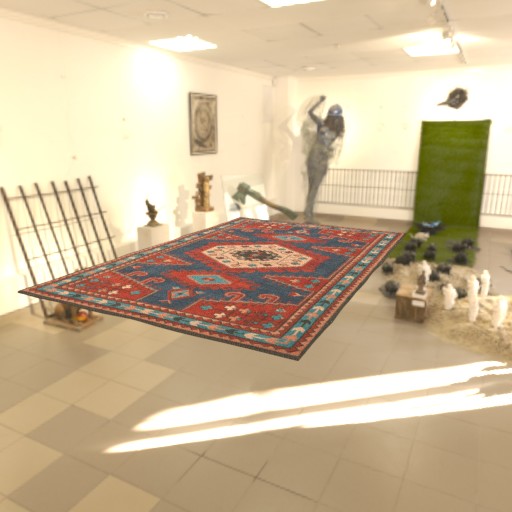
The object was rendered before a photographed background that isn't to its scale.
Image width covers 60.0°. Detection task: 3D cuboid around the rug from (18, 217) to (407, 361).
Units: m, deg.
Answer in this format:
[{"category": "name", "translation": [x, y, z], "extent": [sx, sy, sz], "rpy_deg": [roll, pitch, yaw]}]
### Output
[{"category": "rug", "translation": [0.000, 0.000, 2.274], "extent": [1.207, 0.012, 1.820], "rpy_deg": [8, 17, 26]}]
